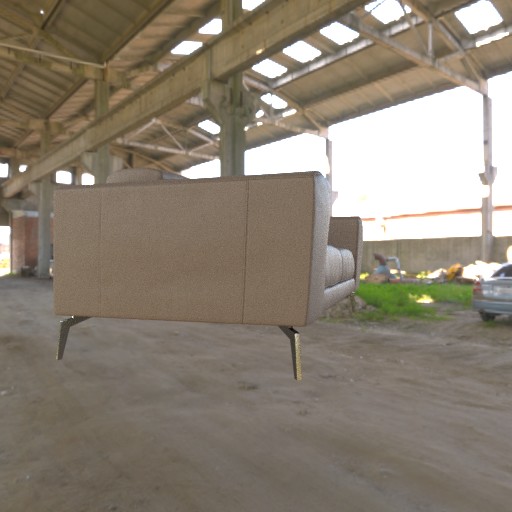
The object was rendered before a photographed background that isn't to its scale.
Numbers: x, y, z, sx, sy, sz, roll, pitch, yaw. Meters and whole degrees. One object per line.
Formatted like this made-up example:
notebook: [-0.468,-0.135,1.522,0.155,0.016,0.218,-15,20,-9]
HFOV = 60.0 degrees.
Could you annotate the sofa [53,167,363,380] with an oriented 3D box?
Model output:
sofa: [0.000,0.000,2.369,1.003,0.779,1.895,0,-1,18]
